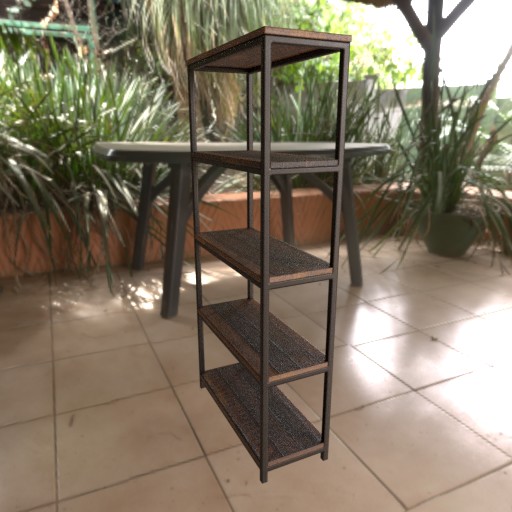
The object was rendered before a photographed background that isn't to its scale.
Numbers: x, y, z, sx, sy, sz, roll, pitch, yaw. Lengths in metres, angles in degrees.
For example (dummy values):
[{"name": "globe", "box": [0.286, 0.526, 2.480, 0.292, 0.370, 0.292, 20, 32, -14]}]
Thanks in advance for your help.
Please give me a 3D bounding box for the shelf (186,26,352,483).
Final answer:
[{"name": "shelf", "box": [0.000, 0.000, 2.181, 0.359, 1.860, 0.874, -8, 18, -25]}]
